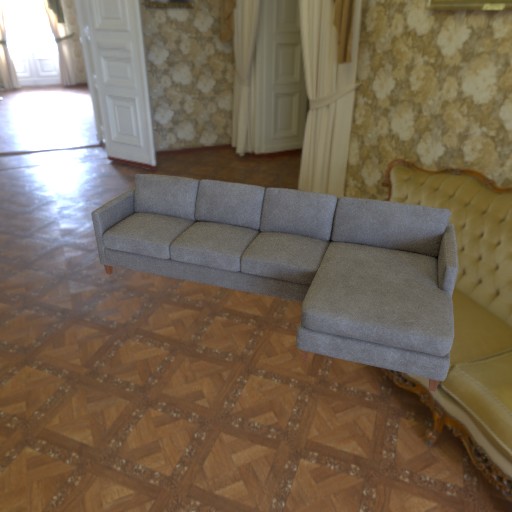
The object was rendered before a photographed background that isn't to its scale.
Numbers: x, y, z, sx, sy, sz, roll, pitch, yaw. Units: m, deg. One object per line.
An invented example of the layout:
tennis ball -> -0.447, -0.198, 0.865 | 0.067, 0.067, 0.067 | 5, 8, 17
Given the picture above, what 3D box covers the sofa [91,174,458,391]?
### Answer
sofa -> 0.000, 0.000, 4.167 | 3.471, 0.950, 1.604 | 9, 29, 17
